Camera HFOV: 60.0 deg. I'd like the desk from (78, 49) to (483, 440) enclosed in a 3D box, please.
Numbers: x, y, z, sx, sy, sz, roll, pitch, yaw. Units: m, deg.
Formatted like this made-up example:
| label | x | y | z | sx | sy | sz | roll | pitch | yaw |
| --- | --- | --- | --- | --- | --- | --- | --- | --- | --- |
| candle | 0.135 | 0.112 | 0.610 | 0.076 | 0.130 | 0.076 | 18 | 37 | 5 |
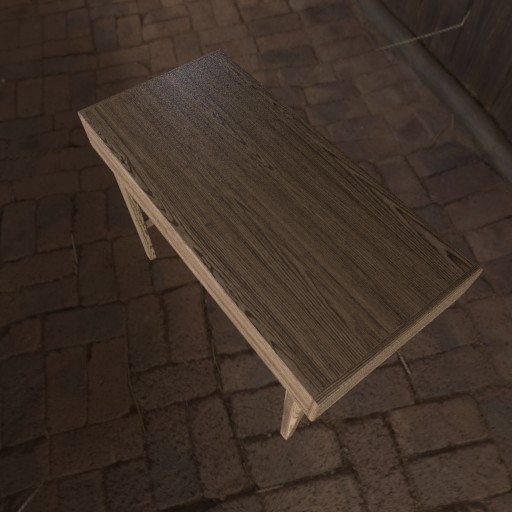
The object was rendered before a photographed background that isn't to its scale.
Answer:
| label | x | y | z | sx | sy | sz | roll | pitch | yaw |
| --- | --- | --- | --- | --- | --- | --- | --- | --- | --- |
| desk | 0.000 | 0.000 | 1.479 | 0.508 | 0.755 | 1.067 | -33 | 64 | -19 |
